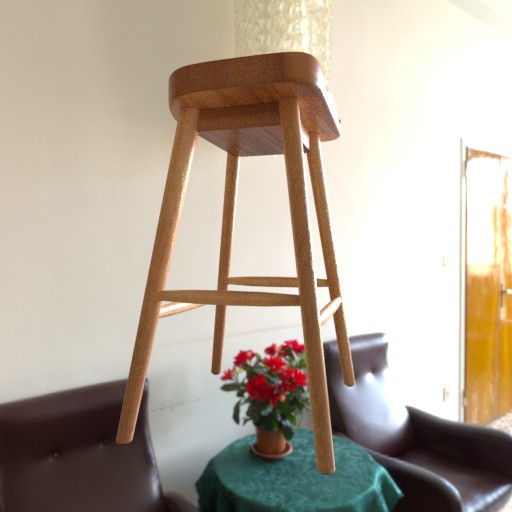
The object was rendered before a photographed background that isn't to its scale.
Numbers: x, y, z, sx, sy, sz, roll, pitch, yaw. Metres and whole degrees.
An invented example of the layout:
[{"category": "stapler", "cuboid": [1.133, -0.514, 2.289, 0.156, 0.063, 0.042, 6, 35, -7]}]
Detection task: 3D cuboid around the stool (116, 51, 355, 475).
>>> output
[{"category": "stool", "cuboid": [0.000, 0.000, 0.880, 0.361, 0.615, 0.440, 0, 1, 16]}]
